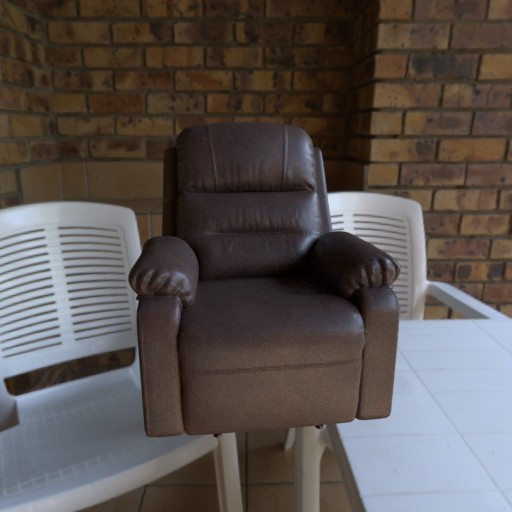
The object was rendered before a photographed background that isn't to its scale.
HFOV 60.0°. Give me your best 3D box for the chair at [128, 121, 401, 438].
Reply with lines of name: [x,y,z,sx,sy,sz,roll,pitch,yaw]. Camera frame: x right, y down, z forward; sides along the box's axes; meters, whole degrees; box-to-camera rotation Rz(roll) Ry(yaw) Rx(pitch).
chair: [0.000,0.000,1.679,0.855,0.992,0.919,-2,16,-7]
